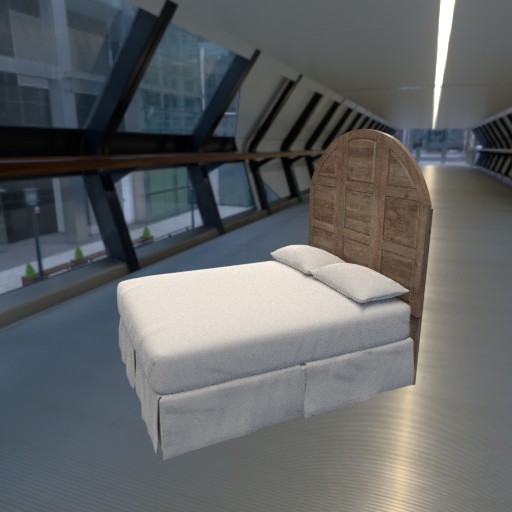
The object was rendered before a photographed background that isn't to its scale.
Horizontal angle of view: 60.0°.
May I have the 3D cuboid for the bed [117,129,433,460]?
[{"bbox_3d":[0.000,0.000,3.604,2.112,2.002,1.713,-7,16,-24],"label":"bed"}]
